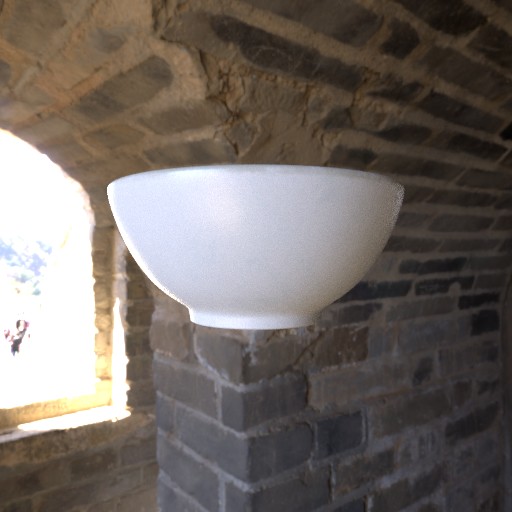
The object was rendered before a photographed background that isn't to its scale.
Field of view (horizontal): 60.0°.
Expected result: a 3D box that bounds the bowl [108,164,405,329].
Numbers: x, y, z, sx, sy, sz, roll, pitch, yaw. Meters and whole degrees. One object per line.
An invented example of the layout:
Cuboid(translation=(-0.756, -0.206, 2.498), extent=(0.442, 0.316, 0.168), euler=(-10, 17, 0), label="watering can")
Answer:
Cuboid(translation=(0.000, 0.000, 0.422), extent=(0.268, 0.121, 0.268), euler=(0, 0, 0), label="bowl")
